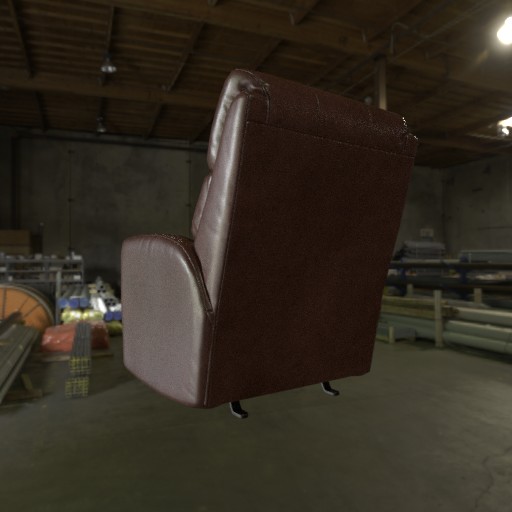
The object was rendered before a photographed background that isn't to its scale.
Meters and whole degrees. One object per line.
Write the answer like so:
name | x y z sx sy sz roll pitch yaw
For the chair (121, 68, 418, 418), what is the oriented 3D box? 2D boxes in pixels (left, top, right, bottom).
chair | 0.000 0.000 1.686 0.787 1.016 0.939 0 -1 -35
